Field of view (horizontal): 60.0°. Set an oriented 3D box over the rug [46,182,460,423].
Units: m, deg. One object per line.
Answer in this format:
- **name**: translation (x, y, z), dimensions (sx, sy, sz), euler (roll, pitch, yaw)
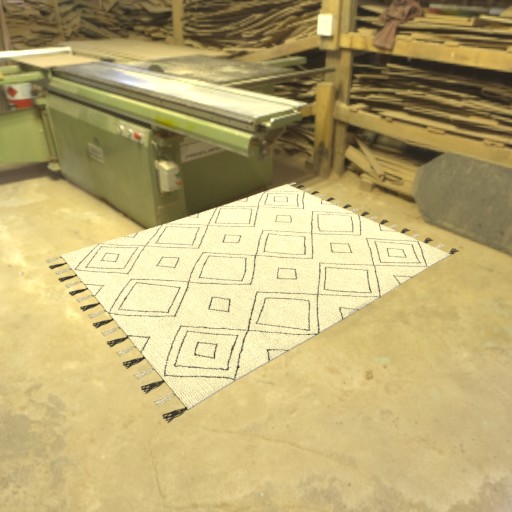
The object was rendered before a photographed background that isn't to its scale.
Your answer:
- **rug**: translation (0.000, 0.000, 4.242), dimensions (3.221, 0.026, 2.342), euler (-22, 37, -33)
